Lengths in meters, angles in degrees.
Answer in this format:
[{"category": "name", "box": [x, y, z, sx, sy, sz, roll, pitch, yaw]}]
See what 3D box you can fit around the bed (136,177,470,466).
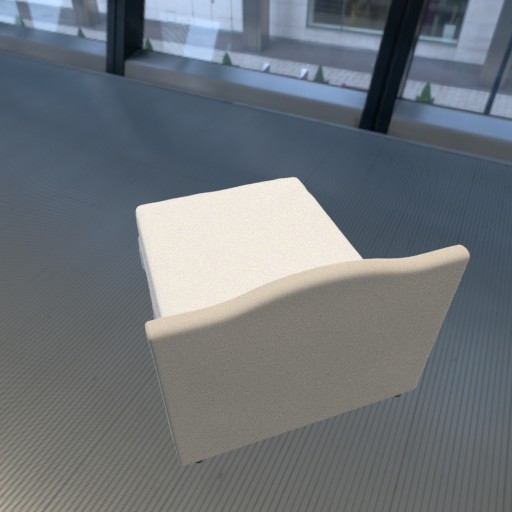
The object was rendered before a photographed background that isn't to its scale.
[{"category": "bed", "box": [0.000, 0.000, 3.350, 1.753, 1.460, 2.143, -13, 42, -14]}]
